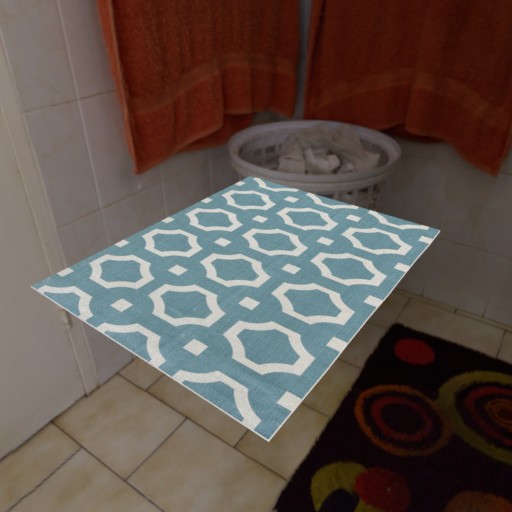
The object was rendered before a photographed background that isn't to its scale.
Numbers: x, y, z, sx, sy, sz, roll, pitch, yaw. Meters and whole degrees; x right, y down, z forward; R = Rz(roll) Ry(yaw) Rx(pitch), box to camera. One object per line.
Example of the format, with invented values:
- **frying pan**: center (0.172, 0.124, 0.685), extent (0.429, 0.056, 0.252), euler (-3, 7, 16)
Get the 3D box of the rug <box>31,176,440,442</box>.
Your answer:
- **rug**: center (0.000, 0.000, 4.149), extent (2.466, 0.021, 3.049), euler (22, 38, 30)
